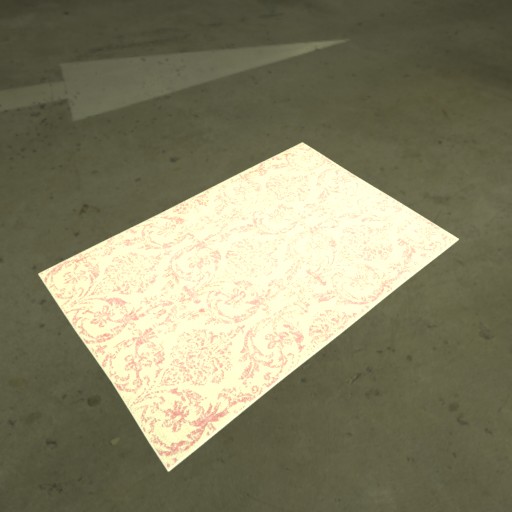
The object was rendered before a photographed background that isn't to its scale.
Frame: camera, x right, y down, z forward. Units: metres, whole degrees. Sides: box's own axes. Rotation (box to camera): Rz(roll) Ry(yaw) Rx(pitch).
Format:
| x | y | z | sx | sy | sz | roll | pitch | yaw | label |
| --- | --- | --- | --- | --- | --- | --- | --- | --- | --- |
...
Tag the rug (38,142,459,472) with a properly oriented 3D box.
| x | y | z | sx | sy | sz | roll | pitch | yaw | label |
| --- | --- | --- | --- | --- | --- | --- | --- | --- | --- |
| 0.000 | 0.000 | 3.446 | 2.746 | 0.018 | 1.819 | -32 | 55 | -26 | rug |
